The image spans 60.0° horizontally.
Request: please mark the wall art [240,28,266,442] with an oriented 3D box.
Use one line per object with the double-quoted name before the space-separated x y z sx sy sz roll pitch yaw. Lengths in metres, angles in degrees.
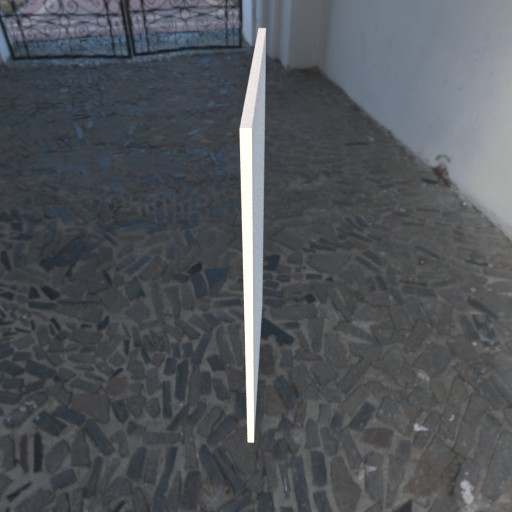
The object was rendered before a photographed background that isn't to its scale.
"wall art" 0.000 0.000 0.825 0.013 0.683 0.380 2 41 2
